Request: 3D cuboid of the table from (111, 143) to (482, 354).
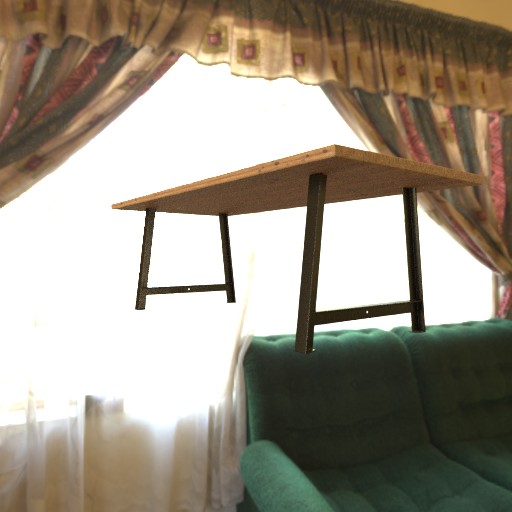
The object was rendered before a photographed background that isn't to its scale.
[{"bbox_3d":[0.000,0.000,2.653,1.000,0.757,2.200,0,0,-37],"label":"table"}]
